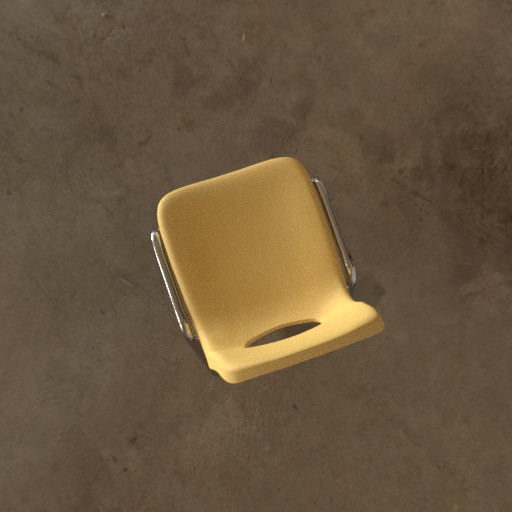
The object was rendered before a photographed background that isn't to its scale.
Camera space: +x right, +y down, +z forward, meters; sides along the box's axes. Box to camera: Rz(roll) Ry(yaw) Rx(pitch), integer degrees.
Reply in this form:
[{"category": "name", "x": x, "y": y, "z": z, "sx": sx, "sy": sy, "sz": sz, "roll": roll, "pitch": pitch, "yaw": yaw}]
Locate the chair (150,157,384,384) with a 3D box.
[{"category": "chair", "x": 0.000, "y": 0.000, "z": 0.798, "sx": 0.354, "sy": 0.536, "sz": 0.385, "roll": -18, "pitch": 77, "yaw": -4}]
